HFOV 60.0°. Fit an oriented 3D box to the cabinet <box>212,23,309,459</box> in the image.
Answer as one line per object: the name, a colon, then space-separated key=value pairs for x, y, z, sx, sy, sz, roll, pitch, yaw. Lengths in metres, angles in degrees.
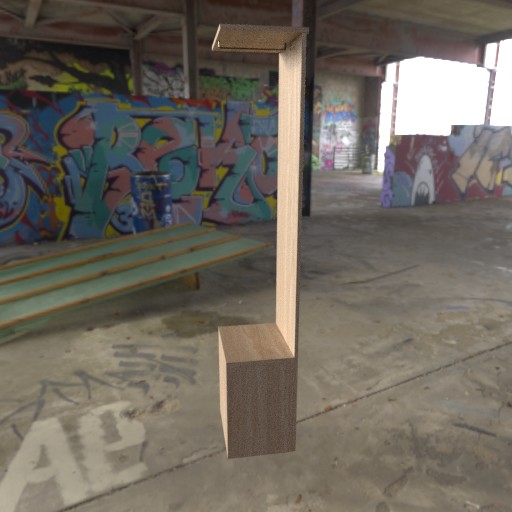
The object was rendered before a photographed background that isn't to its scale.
cabinet: x=0.000 y=0.000 z=2.083 sx=0.338 sy=1.879 sz=0.411 roll=-2 pitch=15 yaw=-9
